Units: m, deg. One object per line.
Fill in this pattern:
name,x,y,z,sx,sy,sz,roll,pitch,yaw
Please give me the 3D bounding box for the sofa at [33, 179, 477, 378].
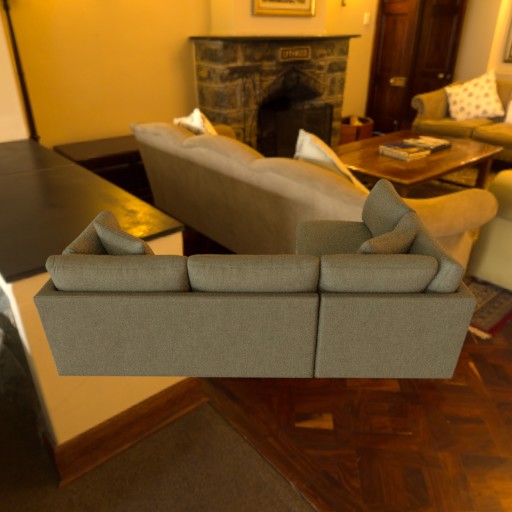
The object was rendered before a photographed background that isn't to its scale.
sofa,0.000,0.000,3.841,2.896,0.978,1.994,0,27,1
